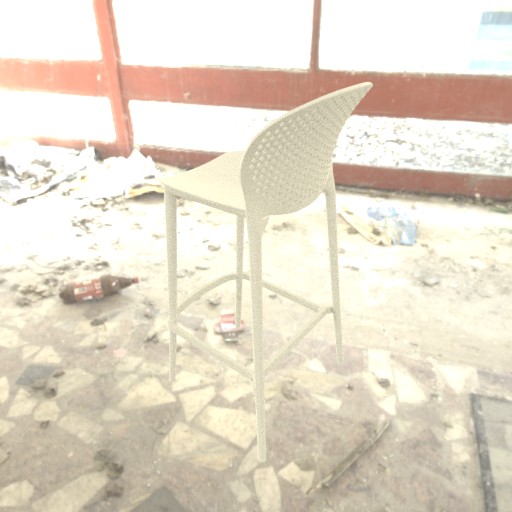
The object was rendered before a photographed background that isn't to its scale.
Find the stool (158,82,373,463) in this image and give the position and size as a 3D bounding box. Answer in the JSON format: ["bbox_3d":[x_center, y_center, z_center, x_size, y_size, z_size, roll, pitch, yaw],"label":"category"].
[{"bbox_3d":[0.000,0.000,1.372,0.535,1.045,0.536,21,36,31],"label":"stool"}]
